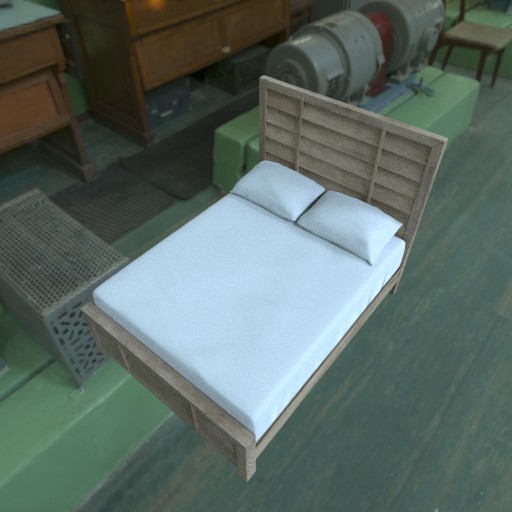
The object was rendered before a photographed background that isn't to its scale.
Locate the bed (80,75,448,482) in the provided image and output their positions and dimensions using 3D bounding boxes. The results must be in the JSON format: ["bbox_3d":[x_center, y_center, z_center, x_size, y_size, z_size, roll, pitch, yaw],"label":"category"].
[{"bbox_3d":[0.000,0.000,3.384,1.626,1.626,2.197,30,52,27],"label":"bed"}]
